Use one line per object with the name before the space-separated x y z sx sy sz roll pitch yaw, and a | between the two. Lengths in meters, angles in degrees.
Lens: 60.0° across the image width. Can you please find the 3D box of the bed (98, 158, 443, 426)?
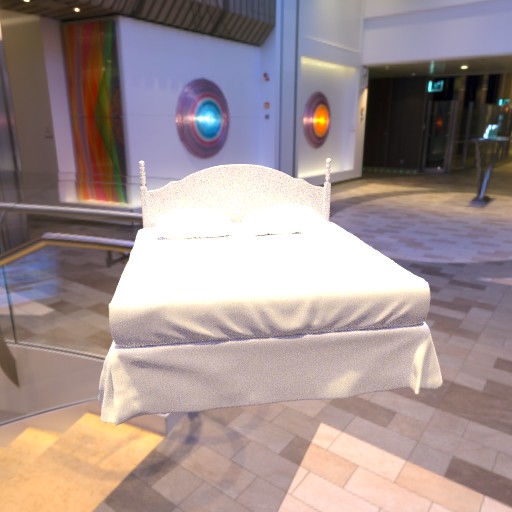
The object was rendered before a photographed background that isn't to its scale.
bed | 0.000 0.000 3.562 2.322 1.355 2.219 -3 17 -9
